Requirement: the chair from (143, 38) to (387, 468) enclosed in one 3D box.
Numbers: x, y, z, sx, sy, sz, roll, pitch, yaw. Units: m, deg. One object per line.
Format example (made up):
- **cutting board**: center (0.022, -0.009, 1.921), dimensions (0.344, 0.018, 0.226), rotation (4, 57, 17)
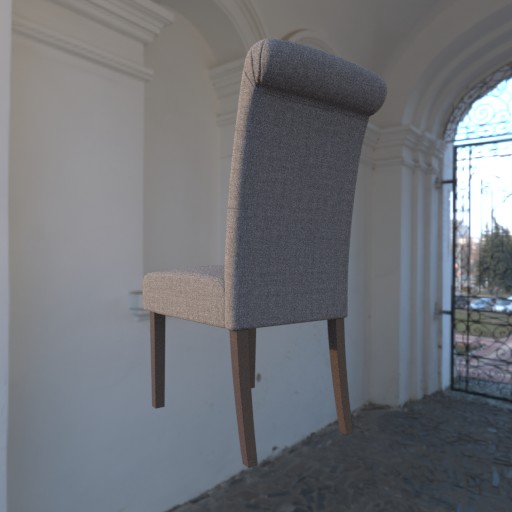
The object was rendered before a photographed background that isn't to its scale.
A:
- **chair**: center (0.000, 0.000, 1.339), dimensions (0.456, 1.006, 0.671), rotation (0, 0, -35)
